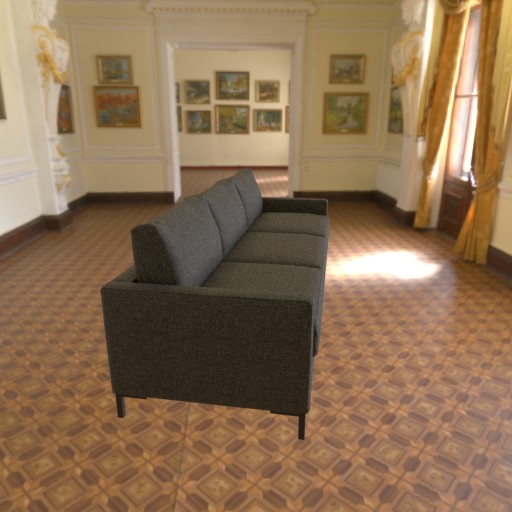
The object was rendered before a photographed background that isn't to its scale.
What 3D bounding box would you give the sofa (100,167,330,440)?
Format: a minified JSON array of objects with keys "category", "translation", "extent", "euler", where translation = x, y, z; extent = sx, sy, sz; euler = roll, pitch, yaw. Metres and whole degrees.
[{"category":"sofa","translation":[0.000,0.000,2.781],"extent":[0.876,0.879,2.253],"euler":[3,17,10]}]
